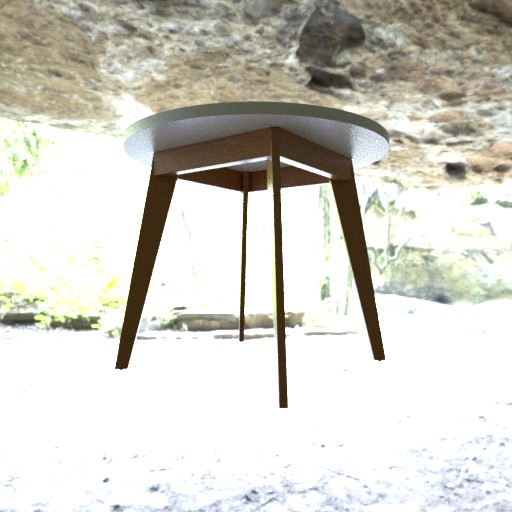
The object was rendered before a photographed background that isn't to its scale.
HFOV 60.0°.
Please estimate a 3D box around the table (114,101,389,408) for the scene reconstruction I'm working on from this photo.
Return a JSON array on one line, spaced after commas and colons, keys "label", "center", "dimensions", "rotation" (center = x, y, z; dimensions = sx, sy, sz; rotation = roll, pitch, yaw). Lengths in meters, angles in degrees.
[{"label": "table", "center": [0.000, 0.000, 1.550], "dimensions": [0.896, 0.762, 0.896], "rotation": [0, -1, 0]}]
